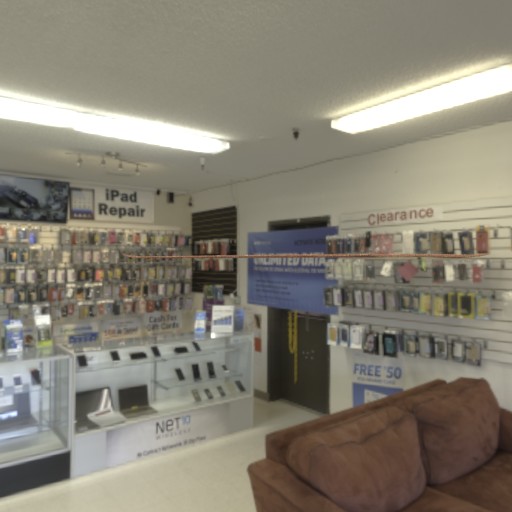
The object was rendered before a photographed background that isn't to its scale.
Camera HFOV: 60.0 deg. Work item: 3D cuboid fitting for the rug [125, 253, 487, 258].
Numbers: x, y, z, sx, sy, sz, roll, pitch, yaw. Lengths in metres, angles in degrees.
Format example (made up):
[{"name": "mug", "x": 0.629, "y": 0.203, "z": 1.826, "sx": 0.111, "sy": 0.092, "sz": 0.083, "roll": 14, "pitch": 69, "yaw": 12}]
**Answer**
[{"name": "rug", "x": 0.000, "y": 0.000, "z": 2.738, "sx": 0.799, "sy": 0.030, "sz": 2.444, "roll": 0, "pitch": -1, "yaw": -36}]
